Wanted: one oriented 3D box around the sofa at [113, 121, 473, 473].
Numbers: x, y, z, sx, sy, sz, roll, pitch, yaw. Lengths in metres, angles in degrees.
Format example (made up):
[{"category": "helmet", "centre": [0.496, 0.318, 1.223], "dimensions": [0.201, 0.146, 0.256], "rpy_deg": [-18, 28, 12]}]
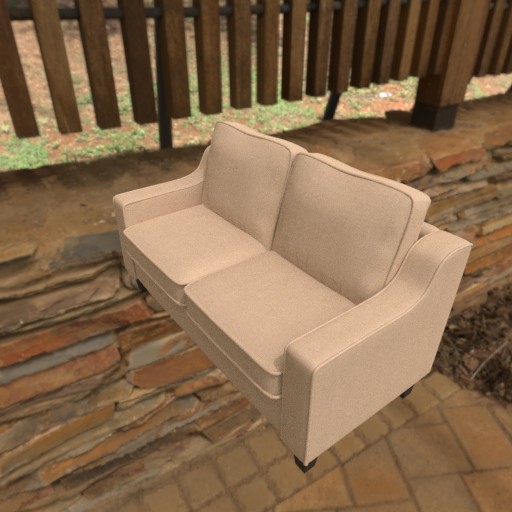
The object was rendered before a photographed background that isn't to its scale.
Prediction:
[{"category": "sofa", "centre": [0.000, 0.000, 3.435], "dimensions": [1.351, 1.562, 2.587], "rpy_deg": [-21, 37, -31]}]
